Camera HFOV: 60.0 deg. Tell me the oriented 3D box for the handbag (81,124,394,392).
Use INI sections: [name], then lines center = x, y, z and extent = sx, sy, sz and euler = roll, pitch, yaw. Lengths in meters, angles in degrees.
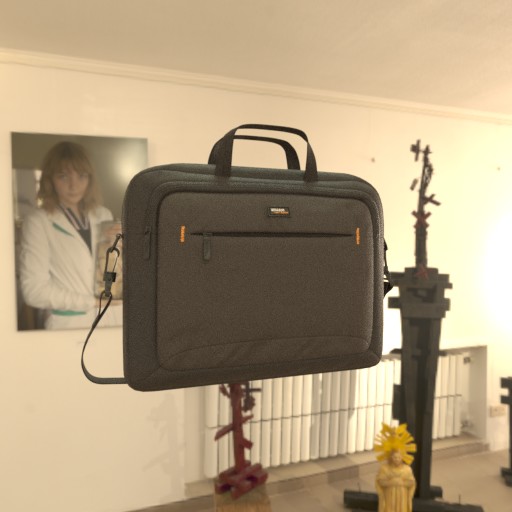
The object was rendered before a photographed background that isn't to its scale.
[handbag]
center = 0.000, 0.000, 0.431
extent = 0.320, 0.244, 0.089
euler = 0, 1, -20
